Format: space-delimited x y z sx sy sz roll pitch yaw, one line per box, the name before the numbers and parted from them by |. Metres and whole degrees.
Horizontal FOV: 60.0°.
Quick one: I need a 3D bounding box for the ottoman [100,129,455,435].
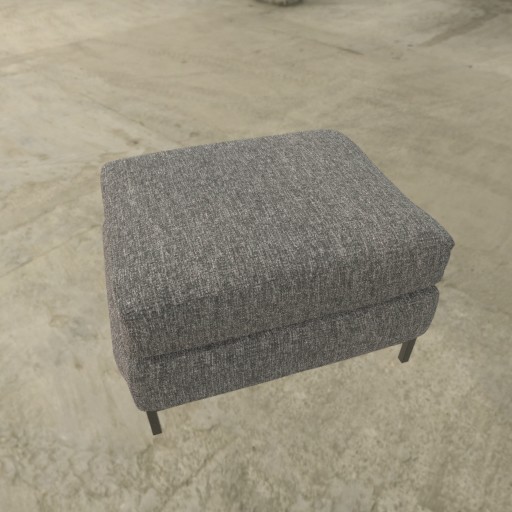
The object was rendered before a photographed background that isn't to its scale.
ottoman | 0.000 0.000 1.257 0.828 0.480 0.683 -12 42 -13
